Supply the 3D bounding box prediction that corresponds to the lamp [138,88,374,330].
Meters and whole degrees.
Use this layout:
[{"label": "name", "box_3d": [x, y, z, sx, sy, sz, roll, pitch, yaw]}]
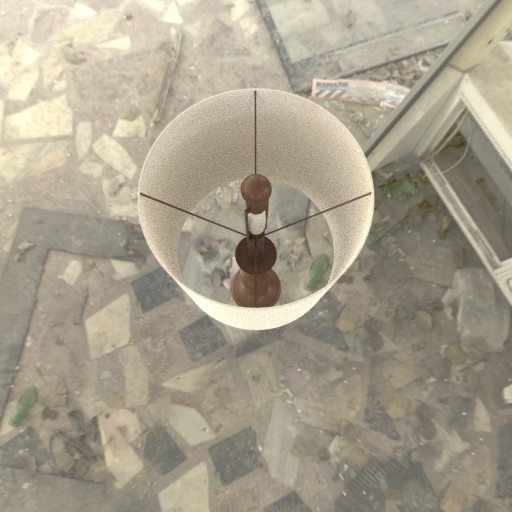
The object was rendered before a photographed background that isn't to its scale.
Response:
[{"label": "lamp", "box_3d": [0.000, 0.000, 0.736, 0.250, 0.597, 0.250, 0, 76, 0]}]
